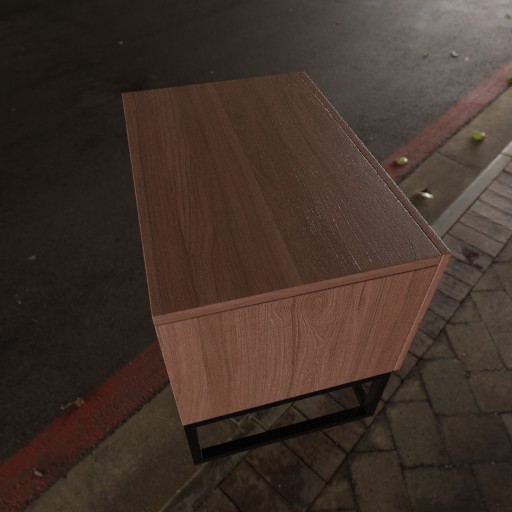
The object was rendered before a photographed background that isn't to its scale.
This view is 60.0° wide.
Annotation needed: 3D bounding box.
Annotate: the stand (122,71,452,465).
[{"bbox_3d":[0.000,0.000,0.948,0.420,0.500,0.600,-11,47,-11],"label":"stand"}]
